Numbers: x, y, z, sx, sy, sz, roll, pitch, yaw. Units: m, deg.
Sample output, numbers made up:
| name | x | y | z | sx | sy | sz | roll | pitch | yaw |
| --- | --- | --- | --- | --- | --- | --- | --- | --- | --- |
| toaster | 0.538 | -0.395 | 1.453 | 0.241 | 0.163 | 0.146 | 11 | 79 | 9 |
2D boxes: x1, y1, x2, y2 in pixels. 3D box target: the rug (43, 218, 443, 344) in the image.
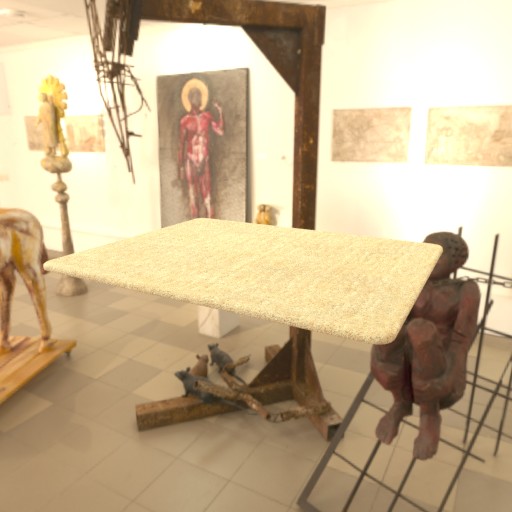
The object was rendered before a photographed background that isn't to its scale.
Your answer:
| name | x | y | z | sx | sy | sz | roll | pitch | yaw |
| --- | --- | --- | --- | --- | --- | --- | --- | --- | --- |
| rug | 0.000 | 0.000 | 3.484 | 2.528 | 0.048 | 2.009 | 9 | 18 | 28 |
